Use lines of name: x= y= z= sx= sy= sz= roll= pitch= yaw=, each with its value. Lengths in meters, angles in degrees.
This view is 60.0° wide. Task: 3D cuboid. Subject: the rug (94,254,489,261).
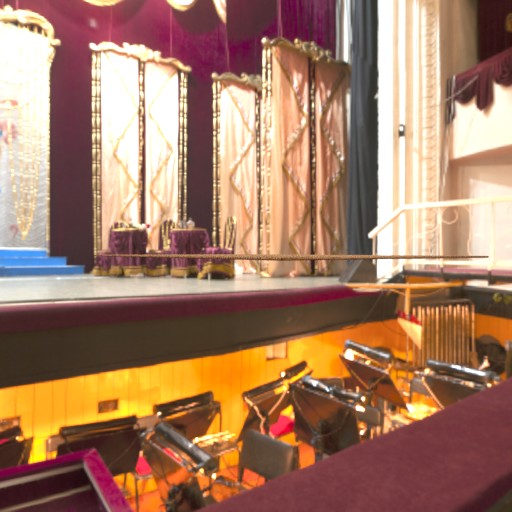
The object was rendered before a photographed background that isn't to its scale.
rug: x=0.000 y=0.000 z=3.075 sx=1.533 sy=0.011 sz=2.439 roll=0 pitch=1 yaw=-36
